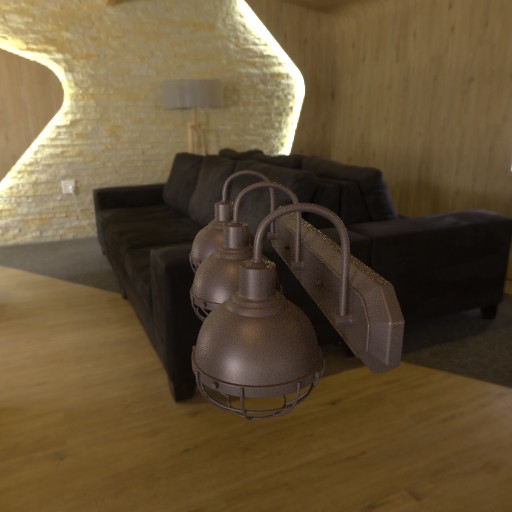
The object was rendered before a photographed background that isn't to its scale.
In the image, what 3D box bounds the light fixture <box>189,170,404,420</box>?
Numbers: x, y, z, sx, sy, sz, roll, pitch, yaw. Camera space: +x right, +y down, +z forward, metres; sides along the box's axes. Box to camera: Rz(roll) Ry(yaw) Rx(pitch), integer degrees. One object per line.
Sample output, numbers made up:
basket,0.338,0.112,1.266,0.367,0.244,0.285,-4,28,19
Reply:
light fixture,0.000,0.000,0.763,0.229,0.254,0.634,-2,16,-8
